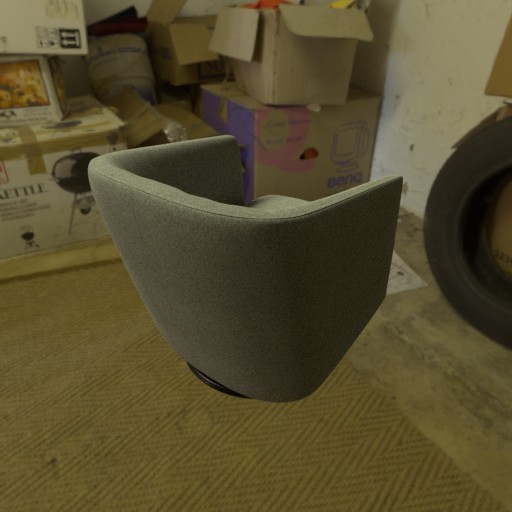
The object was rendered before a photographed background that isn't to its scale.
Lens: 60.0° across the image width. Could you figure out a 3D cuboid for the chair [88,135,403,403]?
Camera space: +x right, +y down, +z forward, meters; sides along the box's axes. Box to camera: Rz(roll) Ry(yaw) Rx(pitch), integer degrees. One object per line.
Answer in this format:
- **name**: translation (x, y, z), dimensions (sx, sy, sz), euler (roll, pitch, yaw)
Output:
- **chair**: translation (0.000, 0.000, 1.641), dimensions (0.822, 0.861, 0.986), euler (23, 37, 33)
